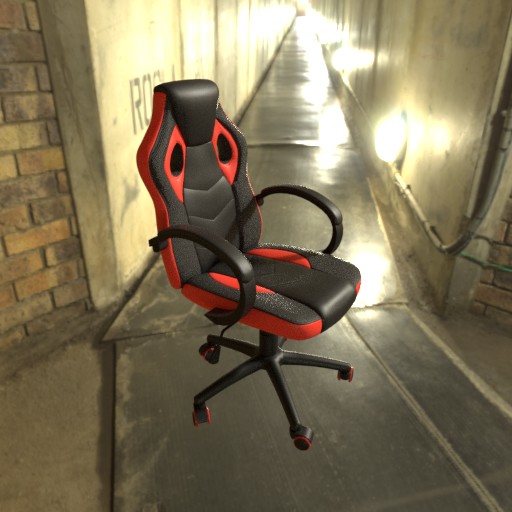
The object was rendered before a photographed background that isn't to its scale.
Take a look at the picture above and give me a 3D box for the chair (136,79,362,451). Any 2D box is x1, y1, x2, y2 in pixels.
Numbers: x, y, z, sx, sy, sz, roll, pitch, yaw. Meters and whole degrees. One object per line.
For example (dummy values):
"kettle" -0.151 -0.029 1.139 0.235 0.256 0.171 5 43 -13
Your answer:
"chair" 0.000 0.000 1.402 0.642 1.016 0.600 18 31 33
